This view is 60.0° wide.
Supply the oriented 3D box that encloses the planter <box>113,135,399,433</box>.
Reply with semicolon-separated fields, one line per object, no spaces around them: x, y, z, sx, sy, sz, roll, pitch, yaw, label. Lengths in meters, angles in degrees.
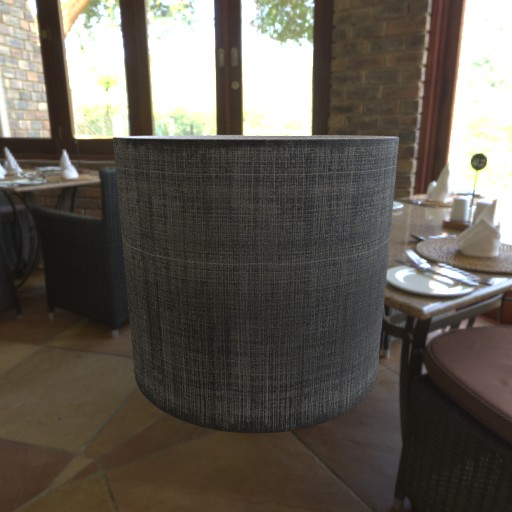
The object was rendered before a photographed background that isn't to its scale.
0.000;0.000;0.385;0.221;0.201;0.221;0;16;0;planter
